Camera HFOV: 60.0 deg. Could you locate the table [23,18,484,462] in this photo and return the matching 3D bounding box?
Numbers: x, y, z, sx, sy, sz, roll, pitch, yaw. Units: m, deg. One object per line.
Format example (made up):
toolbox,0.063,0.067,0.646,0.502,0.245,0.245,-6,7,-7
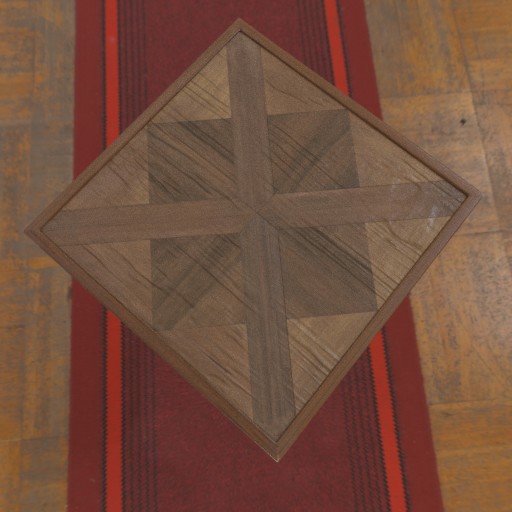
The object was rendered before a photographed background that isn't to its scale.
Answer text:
table,0.000,0.000,0.950,0.503,0.563,0.503,39,79,9
